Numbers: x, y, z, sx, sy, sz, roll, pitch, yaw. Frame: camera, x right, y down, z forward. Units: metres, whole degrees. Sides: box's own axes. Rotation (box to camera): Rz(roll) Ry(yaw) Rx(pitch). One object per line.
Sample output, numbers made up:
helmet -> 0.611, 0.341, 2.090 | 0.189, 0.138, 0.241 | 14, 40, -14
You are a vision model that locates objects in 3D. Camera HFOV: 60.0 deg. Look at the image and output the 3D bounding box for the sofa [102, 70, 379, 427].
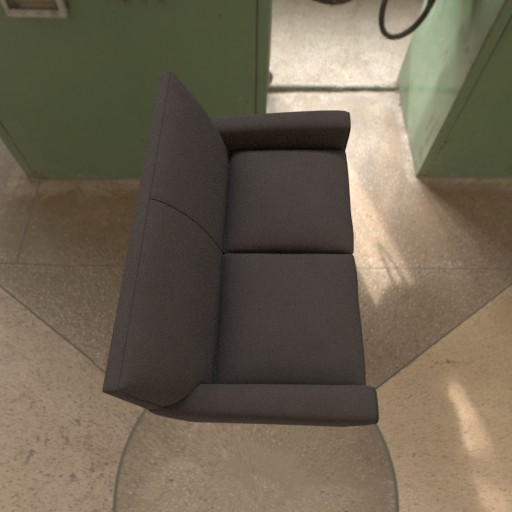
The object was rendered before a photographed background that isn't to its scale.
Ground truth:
sofa -> 0.000, 0.000, 1.961 | 0.871, 0.846, 1.420 | 1, 62, 1
